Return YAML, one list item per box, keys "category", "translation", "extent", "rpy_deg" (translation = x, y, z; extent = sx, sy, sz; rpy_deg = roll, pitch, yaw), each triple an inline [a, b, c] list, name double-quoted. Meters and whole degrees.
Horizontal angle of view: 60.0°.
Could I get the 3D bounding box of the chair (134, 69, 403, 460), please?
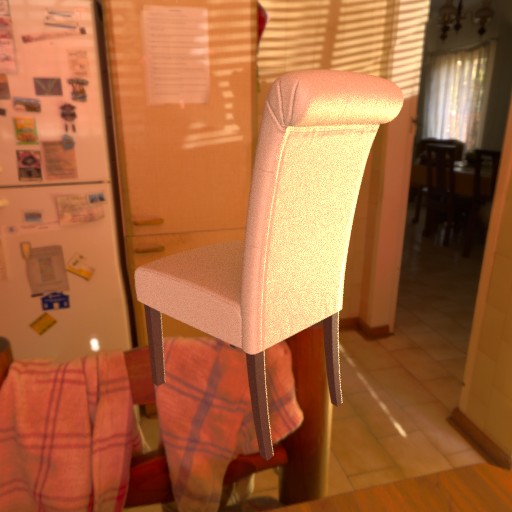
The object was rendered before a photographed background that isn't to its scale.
- category: "chair"
  translation: [0.000, 0.000, 1.343]
  extent: [0.456, 1.006, 0.671]
  rpy_deg: [-17, 25, -42]
